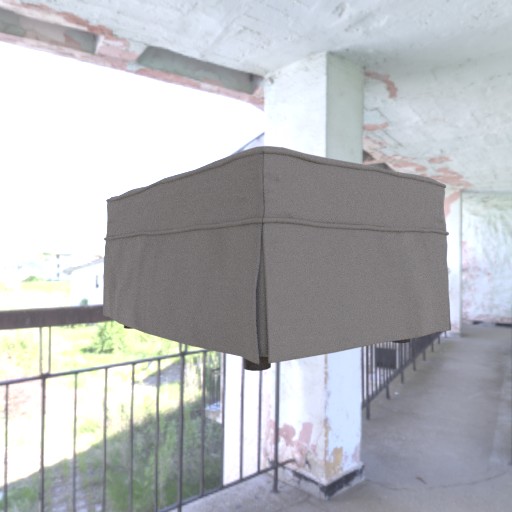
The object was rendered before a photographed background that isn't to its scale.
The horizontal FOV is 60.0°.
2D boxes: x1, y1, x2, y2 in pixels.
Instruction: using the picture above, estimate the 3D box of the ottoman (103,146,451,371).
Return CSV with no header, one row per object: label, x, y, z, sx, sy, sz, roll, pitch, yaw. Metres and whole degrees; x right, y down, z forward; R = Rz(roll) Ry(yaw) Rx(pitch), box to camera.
ottoman,0.000,0.000,1.361,0.703,0.479,0.944,0,0,-37
